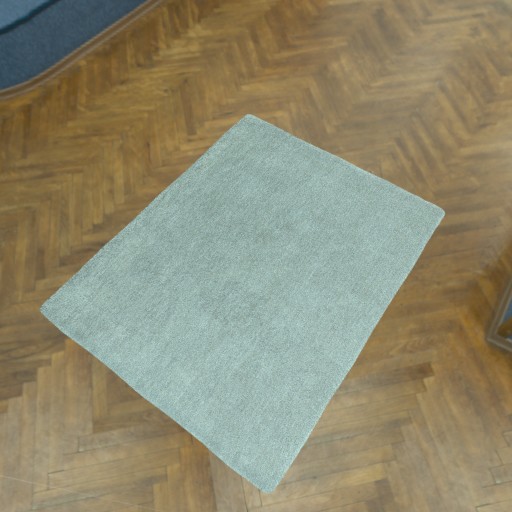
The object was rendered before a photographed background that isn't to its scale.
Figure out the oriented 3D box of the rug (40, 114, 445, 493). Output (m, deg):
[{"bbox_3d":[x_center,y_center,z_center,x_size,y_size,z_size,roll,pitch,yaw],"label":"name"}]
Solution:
[{"bbox_3d":[0.000,0.000,3.879,2.332,0.027,2.933,31,63,18],"label":"rug"}]
